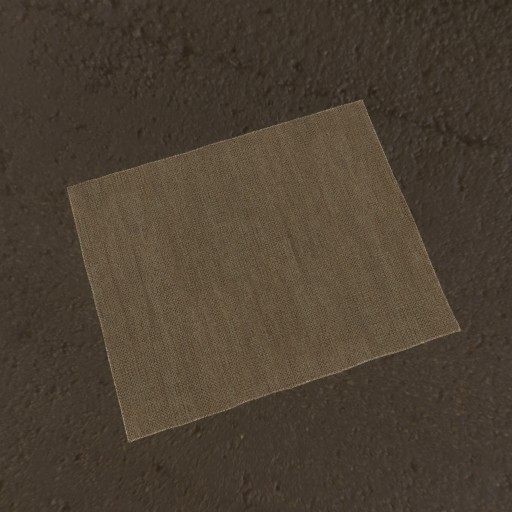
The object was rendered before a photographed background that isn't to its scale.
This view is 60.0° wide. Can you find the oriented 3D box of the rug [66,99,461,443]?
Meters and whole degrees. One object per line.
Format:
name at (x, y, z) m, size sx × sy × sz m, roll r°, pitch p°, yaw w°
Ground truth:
rug at (0.000, 0.000, 4.094) m, size 3.052 × 0.030 × 2.429 m, roll -18°, pitch 77°, yaw -4°
